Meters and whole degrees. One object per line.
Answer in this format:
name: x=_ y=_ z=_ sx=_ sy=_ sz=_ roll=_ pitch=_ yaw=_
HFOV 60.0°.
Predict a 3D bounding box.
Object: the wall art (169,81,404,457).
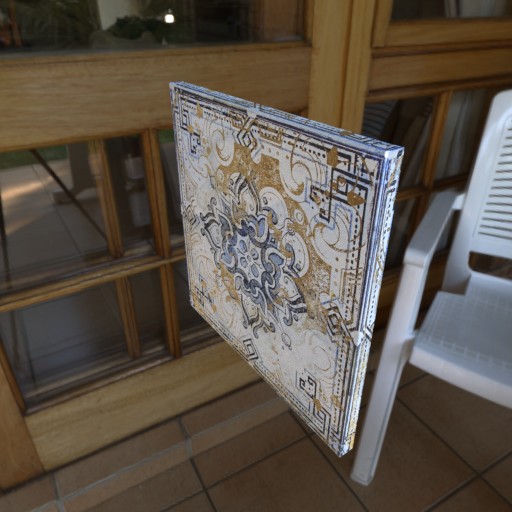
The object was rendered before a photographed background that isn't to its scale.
wall art: x=0.000 y=0.000 z=0.928 sx=0.036 sy=0.607 sz=0.609 roll=-20 pitch=36 yaw=-30
